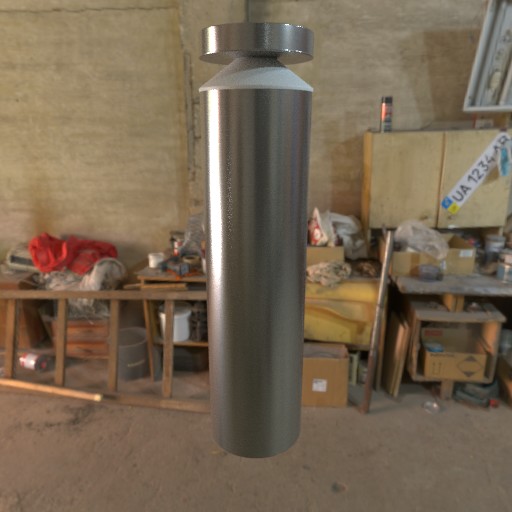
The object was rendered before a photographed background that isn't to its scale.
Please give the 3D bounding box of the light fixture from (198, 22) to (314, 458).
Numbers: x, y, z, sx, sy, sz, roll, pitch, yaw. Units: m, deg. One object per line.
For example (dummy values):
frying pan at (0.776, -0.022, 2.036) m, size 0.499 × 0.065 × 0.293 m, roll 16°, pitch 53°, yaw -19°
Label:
light fixture at (0.000, 0.000, 0.441) m, size 0.102 × 0.400 × 0.102 m, roll -9°, pitch 19°, yaw -28°
